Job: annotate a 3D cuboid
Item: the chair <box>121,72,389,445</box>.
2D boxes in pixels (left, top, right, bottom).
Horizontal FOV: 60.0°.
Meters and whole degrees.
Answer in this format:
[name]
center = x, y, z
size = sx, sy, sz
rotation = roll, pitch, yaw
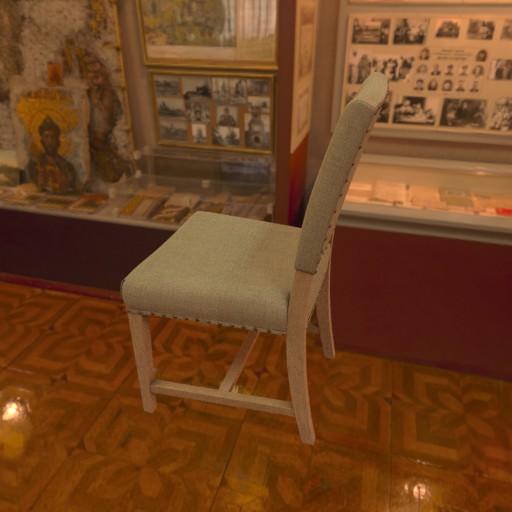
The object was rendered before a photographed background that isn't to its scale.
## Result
[chair]
center = 0.000, 0.000, 1.314
size = 0.622, 0.986, 0.508
rotation = 9, 31, 15
